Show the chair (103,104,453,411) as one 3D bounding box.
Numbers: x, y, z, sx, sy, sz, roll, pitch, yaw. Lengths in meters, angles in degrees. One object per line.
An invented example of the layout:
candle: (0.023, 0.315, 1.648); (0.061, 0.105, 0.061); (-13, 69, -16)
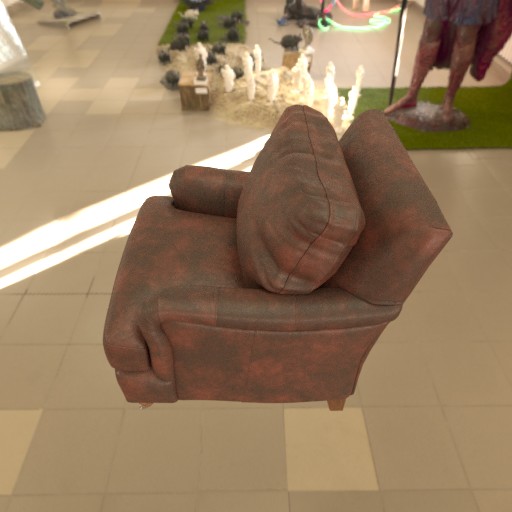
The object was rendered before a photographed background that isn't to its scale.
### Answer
chair: (0.000, 0.000, 1.914); (1.156, 1.051, 0.987); (-1, 41, -1)
